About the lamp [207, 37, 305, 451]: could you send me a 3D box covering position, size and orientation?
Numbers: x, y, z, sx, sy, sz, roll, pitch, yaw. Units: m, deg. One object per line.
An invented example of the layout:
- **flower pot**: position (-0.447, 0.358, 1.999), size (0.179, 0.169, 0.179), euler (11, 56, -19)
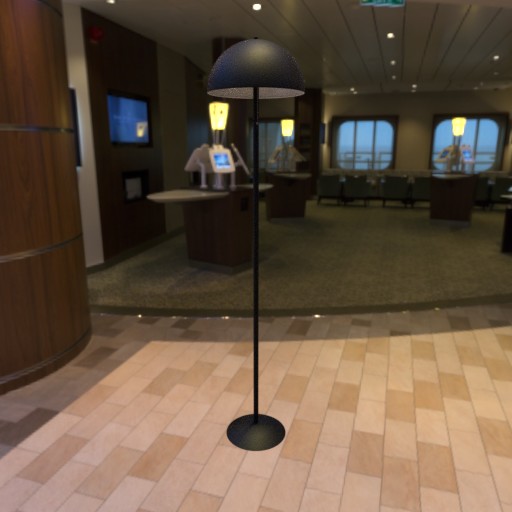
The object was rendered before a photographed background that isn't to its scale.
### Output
- **lamp**: position (0.000, 0.000, 1.635), size (0.328, 1.480, 0.328), euler (-8, 16, -28)
